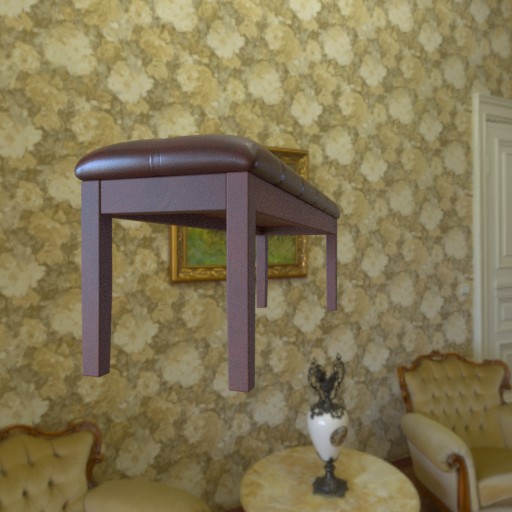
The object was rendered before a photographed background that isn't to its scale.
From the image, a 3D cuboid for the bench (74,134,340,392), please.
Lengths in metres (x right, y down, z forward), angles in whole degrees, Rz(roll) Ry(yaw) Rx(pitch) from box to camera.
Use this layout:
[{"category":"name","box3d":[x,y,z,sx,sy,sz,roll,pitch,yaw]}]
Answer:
[{"category":"bench","box3d":[0.000,0.000,1.448,0.401,0.491,1.259,0,1,18]}]
